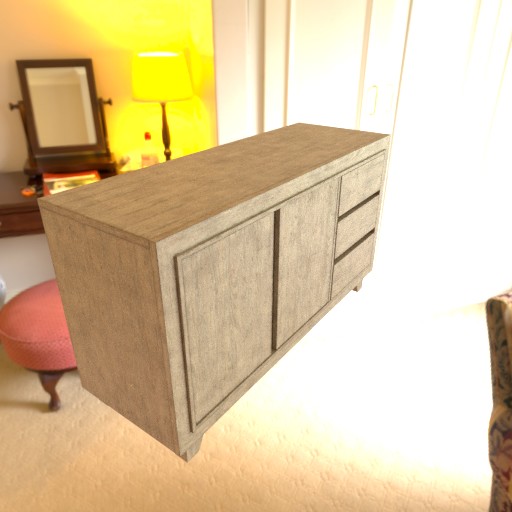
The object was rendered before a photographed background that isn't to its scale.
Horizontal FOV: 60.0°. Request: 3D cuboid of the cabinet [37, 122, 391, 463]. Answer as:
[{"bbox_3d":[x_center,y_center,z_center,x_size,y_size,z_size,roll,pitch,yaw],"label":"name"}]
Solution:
[{"bbox_3d":[0.000,0.000,1.866,0.511,0.825,1.460,19,33,32],"label":"cabinet"}]
